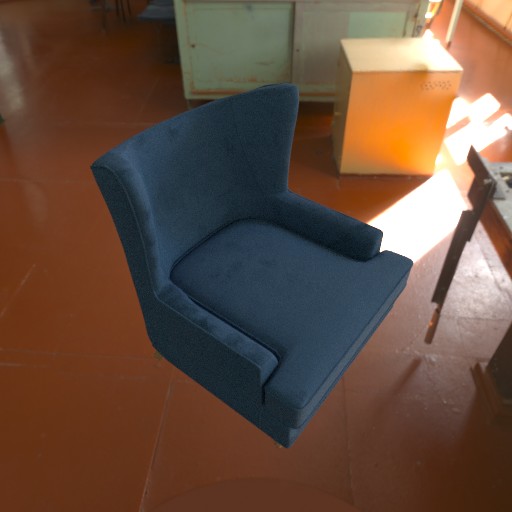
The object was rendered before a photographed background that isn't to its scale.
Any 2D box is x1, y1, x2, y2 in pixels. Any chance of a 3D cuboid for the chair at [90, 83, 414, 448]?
[{"bbox_3d":[0.000,0.000,1.595,0.910,0.952,0.793,27,48,27],"label":"chair"}]
